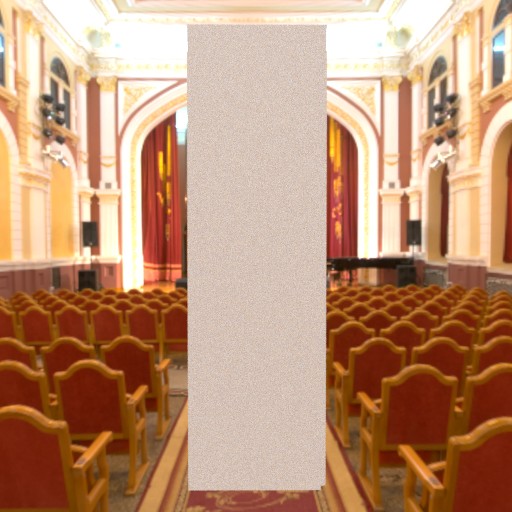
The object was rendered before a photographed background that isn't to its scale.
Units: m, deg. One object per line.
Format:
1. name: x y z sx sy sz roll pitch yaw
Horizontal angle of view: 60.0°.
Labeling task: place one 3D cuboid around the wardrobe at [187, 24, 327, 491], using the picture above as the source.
1. wardrobe: 0.000 0.000 2.831 0.600 2.020 1.830 0 1 0
